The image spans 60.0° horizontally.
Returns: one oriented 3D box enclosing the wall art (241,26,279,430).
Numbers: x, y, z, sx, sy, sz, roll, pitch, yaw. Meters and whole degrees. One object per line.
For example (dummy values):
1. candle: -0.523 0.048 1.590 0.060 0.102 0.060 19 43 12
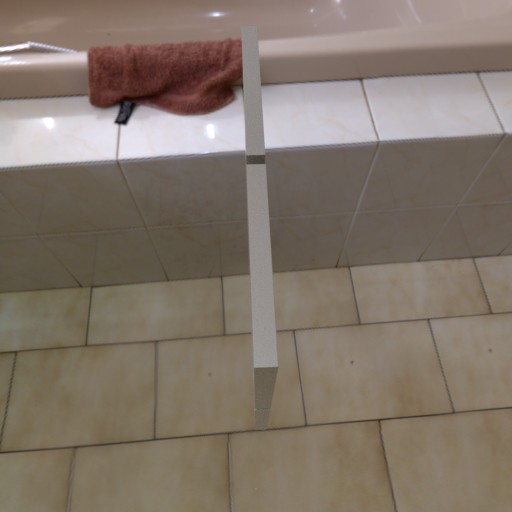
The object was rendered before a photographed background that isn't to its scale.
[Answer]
1. wall art: 0.000 0.000 0.924 0.029 0.611 0.611 -2 62 -1
